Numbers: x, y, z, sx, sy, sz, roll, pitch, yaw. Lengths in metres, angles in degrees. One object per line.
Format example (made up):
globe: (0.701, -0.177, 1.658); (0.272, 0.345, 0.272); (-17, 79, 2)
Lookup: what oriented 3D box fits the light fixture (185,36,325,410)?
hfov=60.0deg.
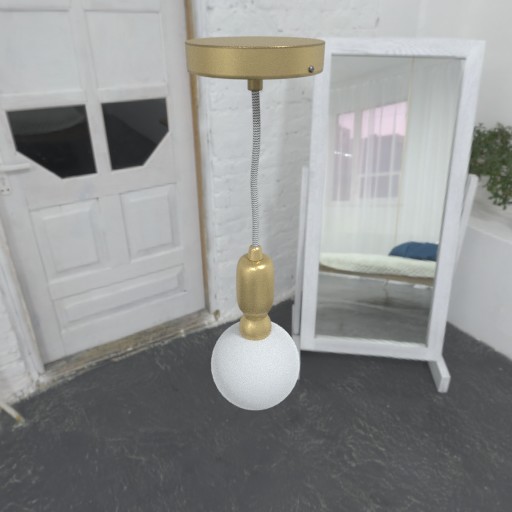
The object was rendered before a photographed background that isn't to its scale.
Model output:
light fixture: (0.000, 0.000, 0.582); (0.147, 0.510, 0.146); (19, 34, 29)
